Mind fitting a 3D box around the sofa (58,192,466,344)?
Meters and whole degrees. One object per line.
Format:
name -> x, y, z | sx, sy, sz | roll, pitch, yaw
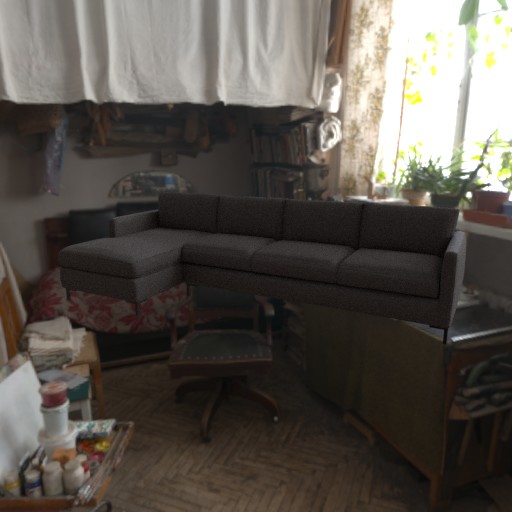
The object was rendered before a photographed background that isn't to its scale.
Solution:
sofa -> 0.000, 0.000, 3.224 | 2.731, 0.754, 1.258 | 7, 16, 27
